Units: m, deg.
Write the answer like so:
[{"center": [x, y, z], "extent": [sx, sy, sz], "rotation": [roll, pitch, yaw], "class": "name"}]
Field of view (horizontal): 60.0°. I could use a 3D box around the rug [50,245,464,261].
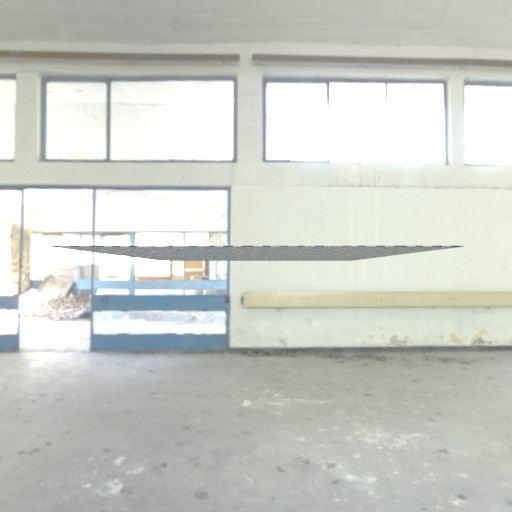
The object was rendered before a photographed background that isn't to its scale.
[{"center": [0.000, 0.000, 4.137], "extent": [2.453, 0.008, 3.059], "rotation": [0, -2, 0], "class": "rug"}]
